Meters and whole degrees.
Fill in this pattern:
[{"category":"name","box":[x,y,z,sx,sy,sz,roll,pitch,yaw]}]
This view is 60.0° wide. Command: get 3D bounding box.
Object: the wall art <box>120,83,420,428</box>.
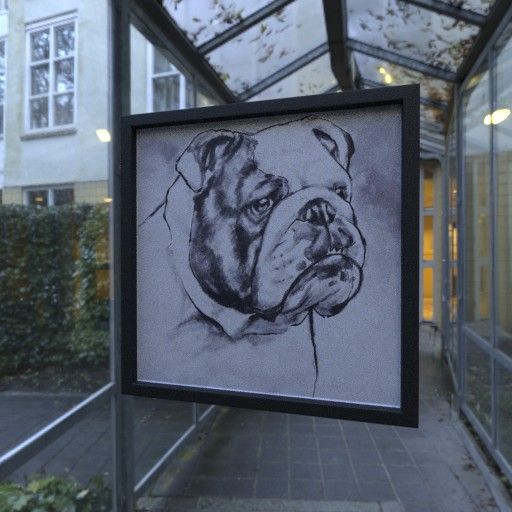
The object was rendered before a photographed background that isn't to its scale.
[{"category":"wall art","box":[0.000,0.000,0.660,0.456,0.453,0.022,0,1,18]}]
